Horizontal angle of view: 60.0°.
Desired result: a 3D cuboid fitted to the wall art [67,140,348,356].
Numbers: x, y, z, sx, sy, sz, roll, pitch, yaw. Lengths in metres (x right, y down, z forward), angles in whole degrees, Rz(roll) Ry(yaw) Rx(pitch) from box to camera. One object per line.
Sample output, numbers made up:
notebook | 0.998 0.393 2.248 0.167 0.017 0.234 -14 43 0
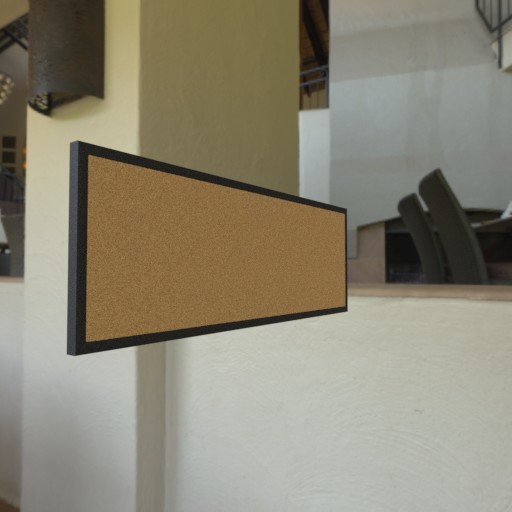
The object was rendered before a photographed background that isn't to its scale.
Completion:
wall art | 0.000 0.000 1.773 0.041 0.554 1.572 -2 -3 37
